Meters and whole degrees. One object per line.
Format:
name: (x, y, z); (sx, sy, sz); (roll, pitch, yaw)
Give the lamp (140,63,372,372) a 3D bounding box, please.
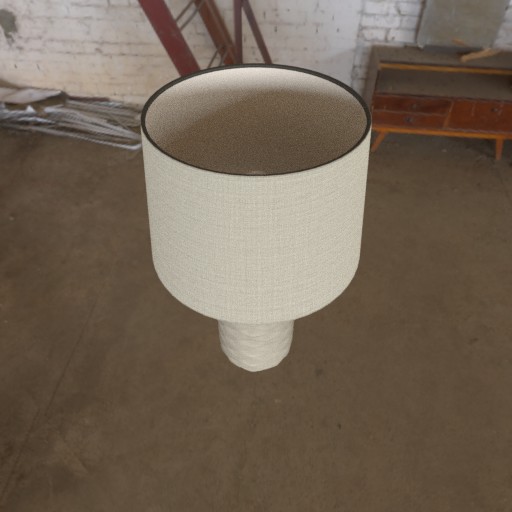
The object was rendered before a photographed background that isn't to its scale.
lamp: (0.000, 0.000, 0.842); (0.376, 0.594, 0.376); (0, 45, 0)
